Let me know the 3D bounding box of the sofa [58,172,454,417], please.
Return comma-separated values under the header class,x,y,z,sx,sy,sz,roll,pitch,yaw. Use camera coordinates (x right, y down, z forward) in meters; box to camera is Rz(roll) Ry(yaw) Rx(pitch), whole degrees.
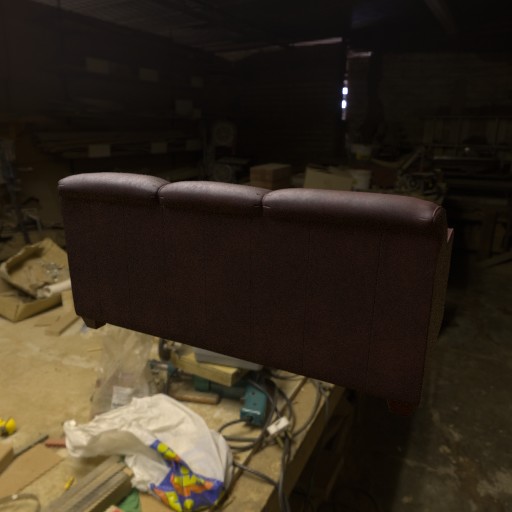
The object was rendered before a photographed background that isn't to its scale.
class,x,y,z,sx,sy,sz,roll,pitch,yaw
sofa,0.000,0.000,2.552,2.039,0.953,1.008,8,19,26
